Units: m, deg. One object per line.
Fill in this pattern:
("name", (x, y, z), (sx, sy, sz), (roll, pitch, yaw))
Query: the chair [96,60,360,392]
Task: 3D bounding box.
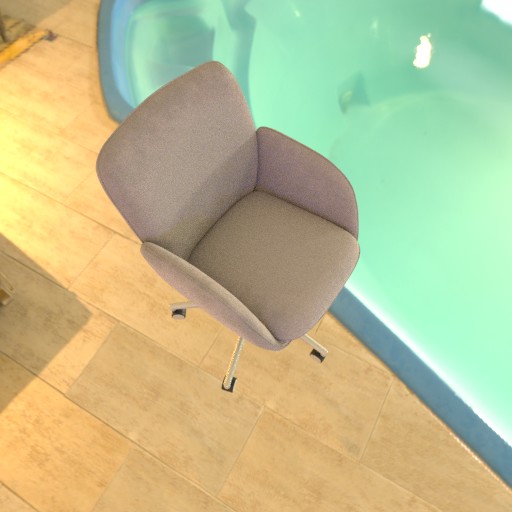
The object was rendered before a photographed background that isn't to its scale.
("chair", (0.000, 0.000, 1.415), (0.654, 0.959, 0.648), (32, 64, 17))
